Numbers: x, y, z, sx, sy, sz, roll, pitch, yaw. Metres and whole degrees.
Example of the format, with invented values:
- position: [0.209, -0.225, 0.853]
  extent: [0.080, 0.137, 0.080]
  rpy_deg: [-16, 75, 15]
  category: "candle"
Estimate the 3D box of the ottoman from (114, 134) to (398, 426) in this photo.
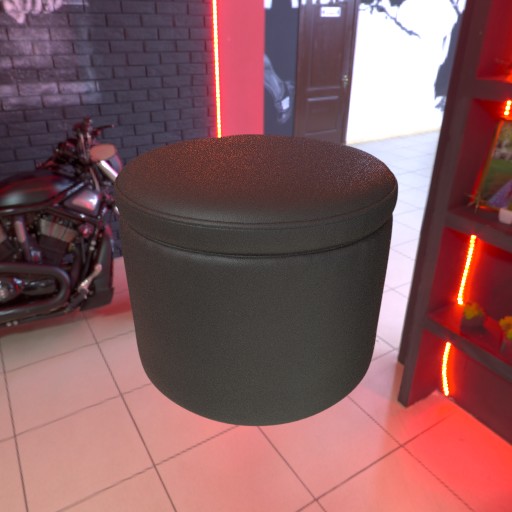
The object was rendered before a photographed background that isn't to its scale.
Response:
- position: [0.000, 0.000, 0.879]
  extent: [0.500, 0.409, 0.500]
  rpy_deg: [0, 27, 0]
  category: "ottoman"
